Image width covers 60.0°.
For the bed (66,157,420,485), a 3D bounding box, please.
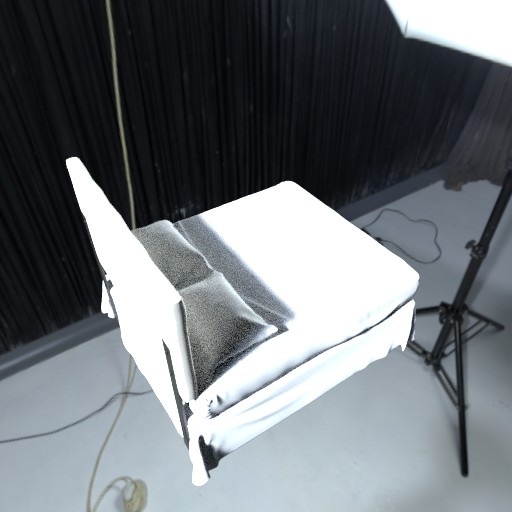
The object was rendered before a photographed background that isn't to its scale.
[{"bbox_3d":[0.000,0.000,3.450,2.222,1.577,1.936,-24,46,-25],"label":"bed"}]
